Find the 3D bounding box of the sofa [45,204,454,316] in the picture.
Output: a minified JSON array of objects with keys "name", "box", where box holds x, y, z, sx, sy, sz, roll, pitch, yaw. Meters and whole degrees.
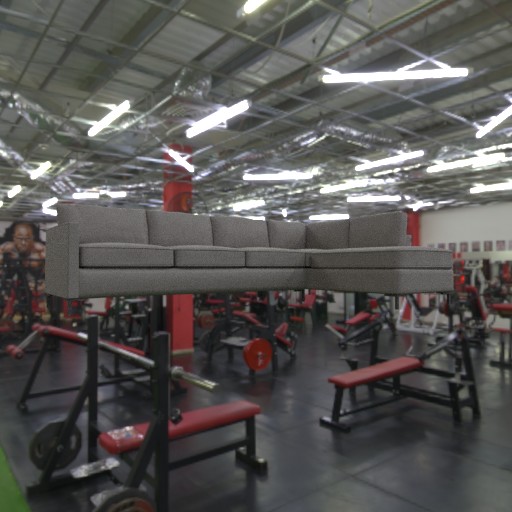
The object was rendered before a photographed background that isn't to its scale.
[{"name":"sofa","box":[0.000,0.000,4.234,3.331,0.964,2.077,1,-2,-35]}]
